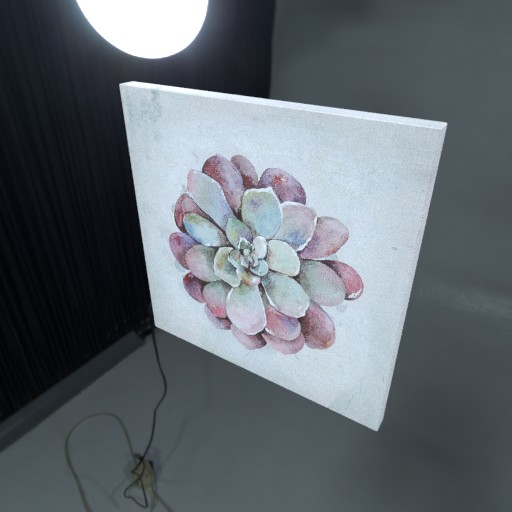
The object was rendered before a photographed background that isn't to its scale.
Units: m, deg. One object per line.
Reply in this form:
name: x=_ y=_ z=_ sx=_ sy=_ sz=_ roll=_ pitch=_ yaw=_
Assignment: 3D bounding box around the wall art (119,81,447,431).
wall art: x=0.000 y=0.000 z=0.891 sx=0.605 sy=0.605 sz=0.044 roll=18 pitch=35 yaw=28
